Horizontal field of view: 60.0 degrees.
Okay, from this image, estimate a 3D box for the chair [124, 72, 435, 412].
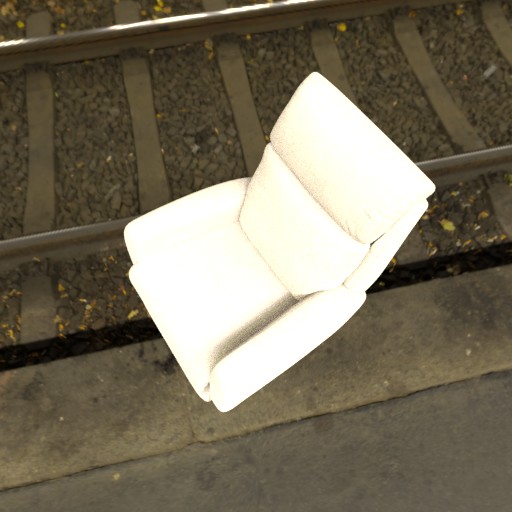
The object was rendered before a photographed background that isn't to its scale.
[{"bbox_3d":[0.000,0.000,1.758,0.941,1.015,0.812,-31,68,-14],"label":"chair"}]
